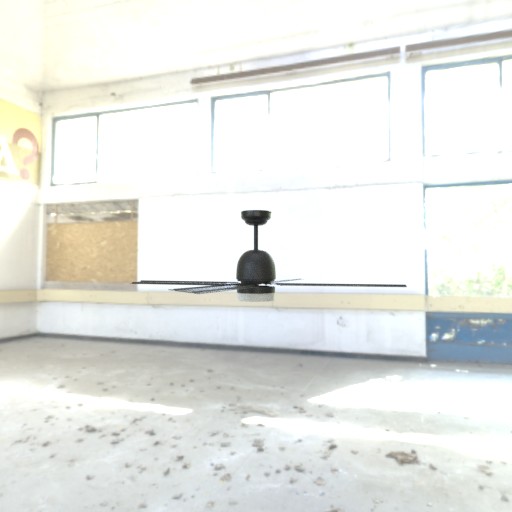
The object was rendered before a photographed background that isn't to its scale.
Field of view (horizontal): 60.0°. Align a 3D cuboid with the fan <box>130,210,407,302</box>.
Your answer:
[{"bbox_3d":[0.000,0.000,2.052,1.319,0.410,1.319,0,-1,19],"label":"fan"}]
